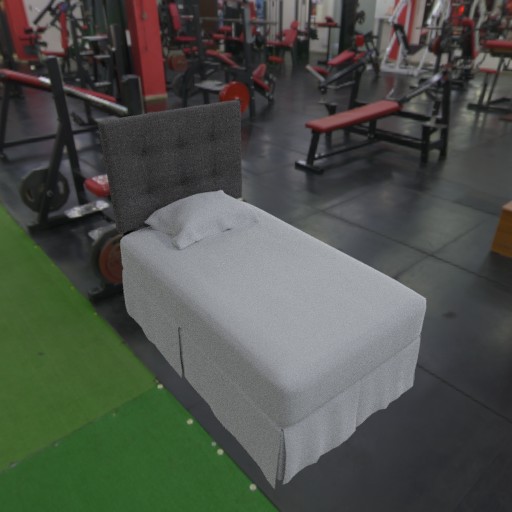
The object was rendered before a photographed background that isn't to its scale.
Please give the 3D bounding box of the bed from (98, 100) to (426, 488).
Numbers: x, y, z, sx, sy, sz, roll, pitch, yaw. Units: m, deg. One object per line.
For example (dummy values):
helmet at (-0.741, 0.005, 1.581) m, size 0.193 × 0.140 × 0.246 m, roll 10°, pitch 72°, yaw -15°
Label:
bed at (0.000, 0.000, 2.960) m, size 1.261 × 1.571 × 1.997 m, roll -22°, pitch 37°, yaw -32°
